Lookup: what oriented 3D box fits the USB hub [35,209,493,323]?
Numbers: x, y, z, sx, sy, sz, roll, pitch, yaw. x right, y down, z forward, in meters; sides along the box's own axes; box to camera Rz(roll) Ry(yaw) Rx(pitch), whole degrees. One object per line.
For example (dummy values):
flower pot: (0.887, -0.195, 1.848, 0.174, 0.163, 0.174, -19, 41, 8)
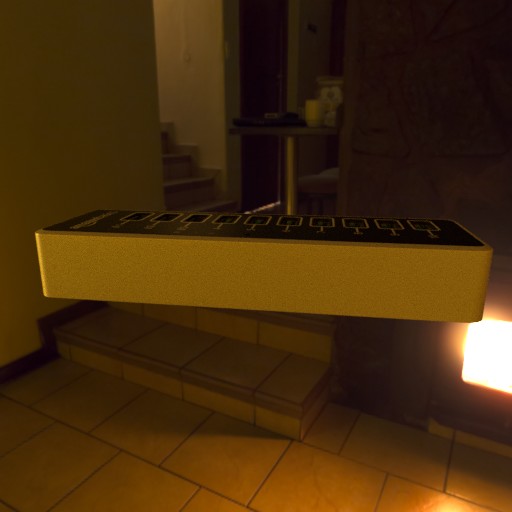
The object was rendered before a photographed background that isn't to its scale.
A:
USB hub: (0.000, 0.000, 0.159, 0.145, 0.023, 0.044, 2, 16, 9)
